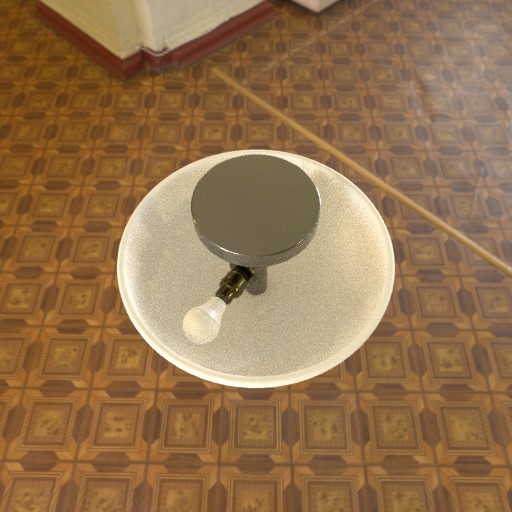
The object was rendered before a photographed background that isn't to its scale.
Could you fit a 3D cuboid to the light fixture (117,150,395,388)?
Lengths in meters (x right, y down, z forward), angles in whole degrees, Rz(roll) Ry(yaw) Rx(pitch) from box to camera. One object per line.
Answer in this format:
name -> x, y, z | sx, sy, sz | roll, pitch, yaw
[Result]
light fixture -> 0.000, 0.000, 0.547 | 0.330, 0.214, 0.330 | 0, 58, 0
